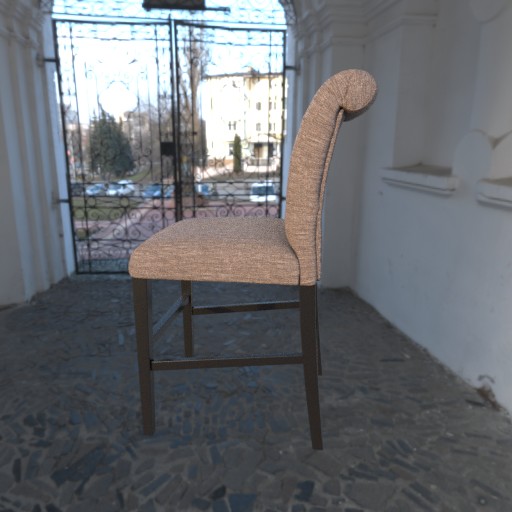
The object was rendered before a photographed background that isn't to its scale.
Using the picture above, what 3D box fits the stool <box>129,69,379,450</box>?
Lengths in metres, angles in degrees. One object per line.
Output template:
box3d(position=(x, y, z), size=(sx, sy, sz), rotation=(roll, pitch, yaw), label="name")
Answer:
box3d(position=(0.000, 0.000, 1.316), size=(0.611, 0.970, 0.457), rotation=(2, 15, 8), label="stool")
